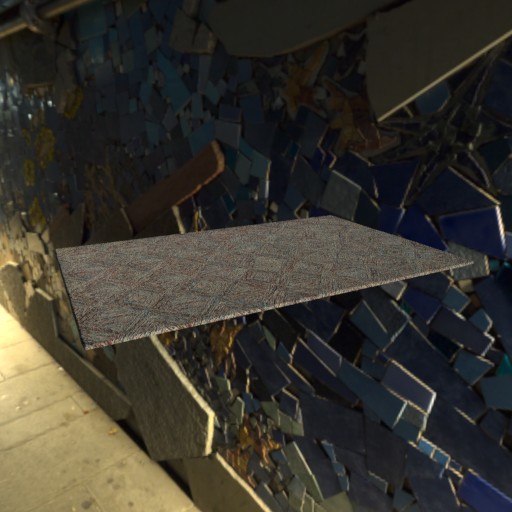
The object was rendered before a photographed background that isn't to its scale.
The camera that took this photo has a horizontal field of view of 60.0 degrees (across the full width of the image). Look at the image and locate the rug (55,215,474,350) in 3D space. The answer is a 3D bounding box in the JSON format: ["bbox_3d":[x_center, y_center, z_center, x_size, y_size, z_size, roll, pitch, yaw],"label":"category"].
[{"bbox_3d":[0.000,0.000,2.192,1.761,0.014,1.143,-9,20,-26],"label":"rug"}]
